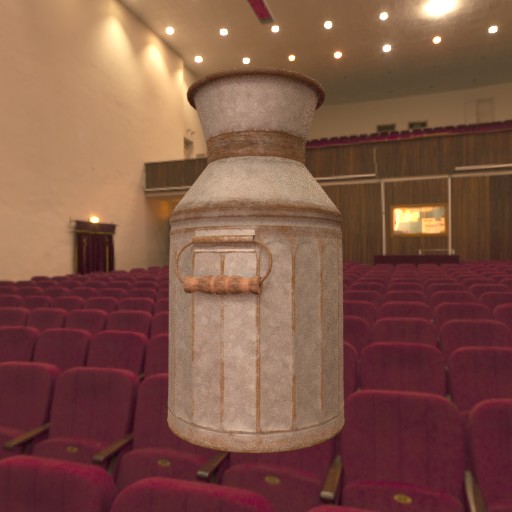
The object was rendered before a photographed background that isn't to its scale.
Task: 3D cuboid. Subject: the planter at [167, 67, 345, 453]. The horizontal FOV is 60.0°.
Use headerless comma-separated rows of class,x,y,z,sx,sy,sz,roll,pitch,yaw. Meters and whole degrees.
planter,0.000,0.000,0.547,0.214,0.396,0.245,0,-1,19
